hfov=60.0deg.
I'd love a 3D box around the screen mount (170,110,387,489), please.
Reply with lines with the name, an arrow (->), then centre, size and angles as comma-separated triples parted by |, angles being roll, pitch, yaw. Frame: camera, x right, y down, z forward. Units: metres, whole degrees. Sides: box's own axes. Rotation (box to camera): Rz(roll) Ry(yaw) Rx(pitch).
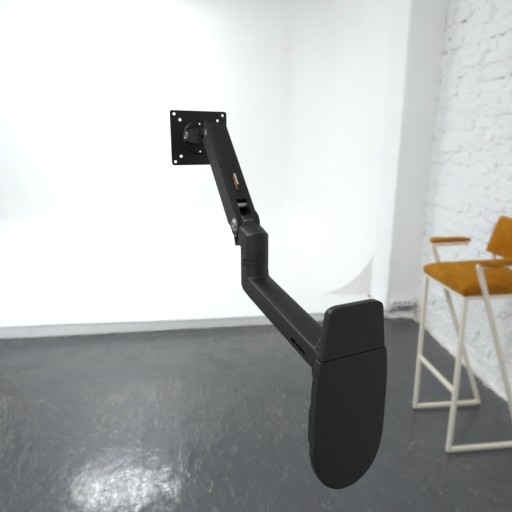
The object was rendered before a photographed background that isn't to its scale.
screen mount -> 0.000, 0.000, 0.695 | 0.115, 0.466, 0.495 | -7, 15, -26
